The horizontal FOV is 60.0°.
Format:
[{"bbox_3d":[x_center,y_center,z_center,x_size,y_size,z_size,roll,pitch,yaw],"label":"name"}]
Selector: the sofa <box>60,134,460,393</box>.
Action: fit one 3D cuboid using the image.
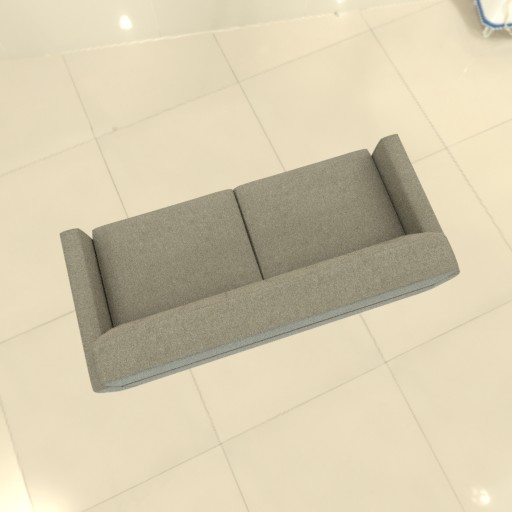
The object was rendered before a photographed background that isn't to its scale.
[{"bbox_3d":[0.000,0.000,2.611,2.055,0.873,0.968,-17,75,-5],"label":"sofa"}]
